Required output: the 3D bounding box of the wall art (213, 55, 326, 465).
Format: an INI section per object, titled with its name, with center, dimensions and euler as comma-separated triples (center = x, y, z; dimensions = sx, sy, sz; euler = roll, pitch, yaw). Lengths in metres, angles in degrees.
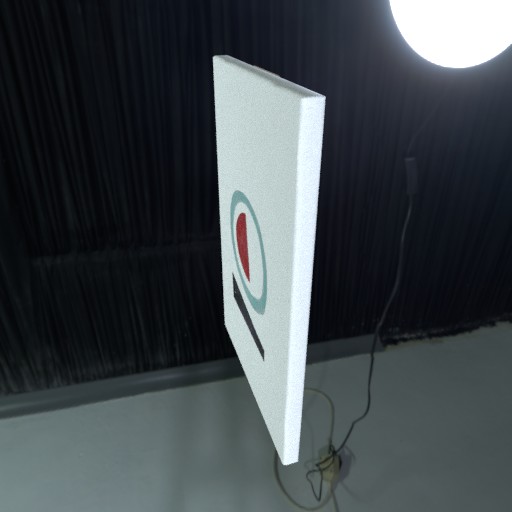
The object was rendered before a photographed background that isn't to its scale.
[wall art]
center = 0.000, 0.000, 1.158
dimensions = 0.048, 0.902, 0.602
euler = -9, 31, -15
